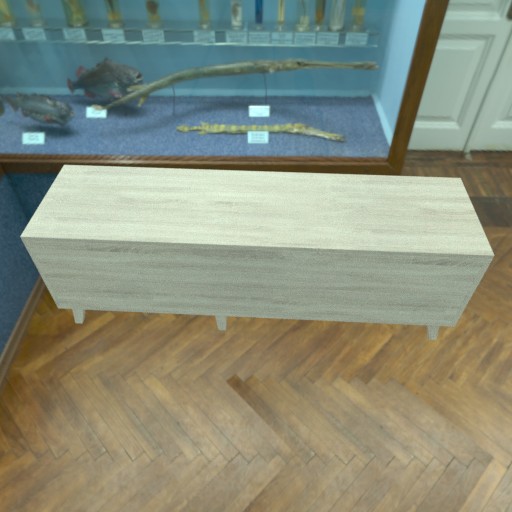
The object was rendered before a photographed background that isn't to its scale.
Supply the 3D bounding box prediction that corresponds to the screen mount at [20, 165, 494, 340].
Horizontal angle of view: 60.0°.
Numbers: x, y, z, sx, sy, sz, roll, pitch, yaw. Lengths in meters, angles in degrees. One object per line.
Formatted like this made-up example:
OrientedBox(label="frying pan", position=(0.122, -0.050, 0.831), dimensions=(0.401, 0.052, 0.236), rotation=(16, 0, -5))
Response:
OrientedBox(label="screen mount", position=(0.000, 0.000, 1.721), dimensions=(1.500, 0.510, 0.400), rotation=(2, 46, 2))
